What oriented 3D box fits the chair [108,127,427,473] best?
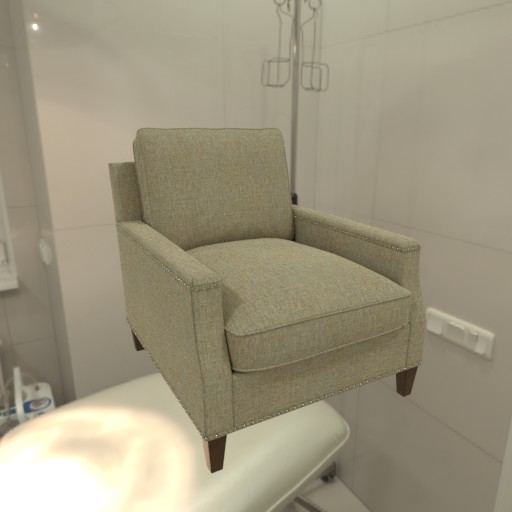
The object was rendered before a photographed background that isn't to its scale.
[{"bbox_3d":[0.000,0.000,1.699,0.853,0.943,1.014,-9,19,-28],"label":"chair"}]
